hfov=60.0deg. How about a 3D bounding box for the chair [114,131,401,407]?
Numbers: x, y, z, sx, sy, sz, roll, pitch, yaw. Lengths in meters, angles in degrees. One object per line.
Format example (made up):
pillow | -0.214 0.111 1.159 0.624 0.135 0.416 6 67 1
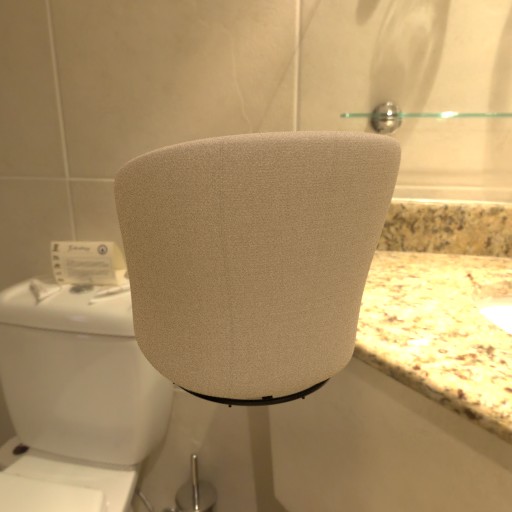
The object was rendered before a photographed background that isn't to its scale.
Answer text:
chair | 0.000 0.000 1.425 0.791 0.771 0.815 -7 17 -25
